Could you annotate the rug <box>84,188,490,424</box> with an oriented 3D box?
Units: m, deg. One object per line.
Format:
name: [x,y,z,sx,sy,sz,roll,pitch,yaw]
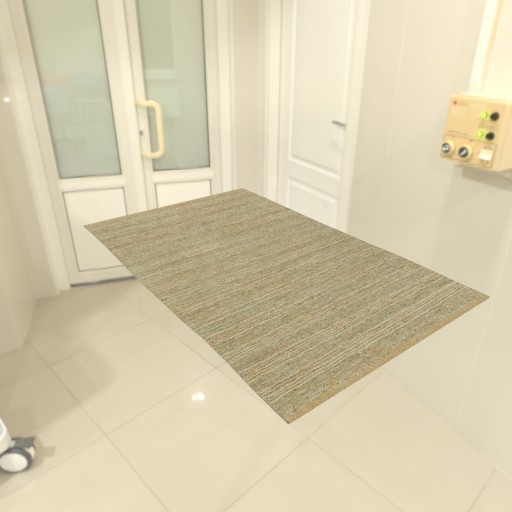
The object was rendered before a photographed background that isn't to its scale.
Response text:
rug: [0.000,0.000,3.004,1.540,0.012,2.448,-19,33,-32]
